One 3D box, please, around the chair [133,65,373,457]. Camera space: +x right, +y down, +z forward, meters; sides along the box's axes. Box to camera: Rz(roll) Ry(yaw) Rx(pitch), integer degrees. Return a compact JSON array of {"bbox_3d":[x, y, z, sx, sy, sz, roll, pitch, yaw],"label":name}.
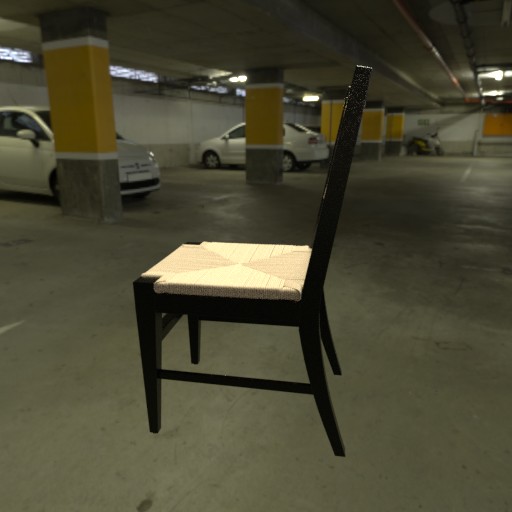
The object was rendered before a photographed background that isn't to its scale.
[{"bbox_3d":[0.000,0.000,1.250,0.552,0.927,0.437,2,15,9],"label":"chair"}]
